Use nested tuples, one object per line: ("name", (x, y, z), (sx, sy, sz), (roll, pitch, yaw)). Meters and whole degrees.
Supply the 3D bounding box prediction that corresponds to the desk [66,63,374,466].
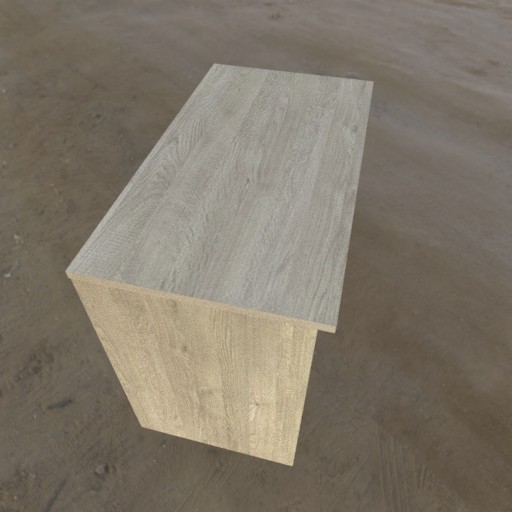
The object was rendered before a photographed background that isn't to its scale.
("desk", (0.000, 0.000, 1.331), (0.498, 0.724, 0.893), (10, 48, 10))
